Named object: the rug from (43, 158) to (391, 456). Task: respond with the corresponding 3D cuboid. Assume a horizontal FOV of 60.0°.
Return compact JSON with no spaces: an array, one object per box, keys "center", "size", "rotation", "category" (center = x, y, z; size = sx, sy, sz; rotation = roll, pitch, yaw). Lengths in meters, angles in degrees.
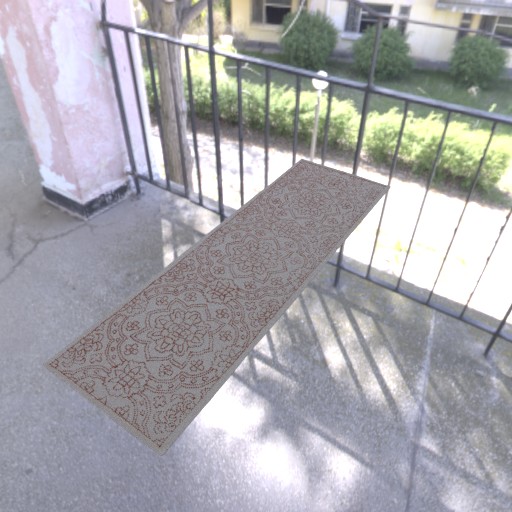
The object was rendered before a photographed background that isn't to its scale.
[{"center":[0.000,0.000,2.689],"size":[0.769,0.012,2.448],"rotation":[24,46,25],"category":"rug"}]
